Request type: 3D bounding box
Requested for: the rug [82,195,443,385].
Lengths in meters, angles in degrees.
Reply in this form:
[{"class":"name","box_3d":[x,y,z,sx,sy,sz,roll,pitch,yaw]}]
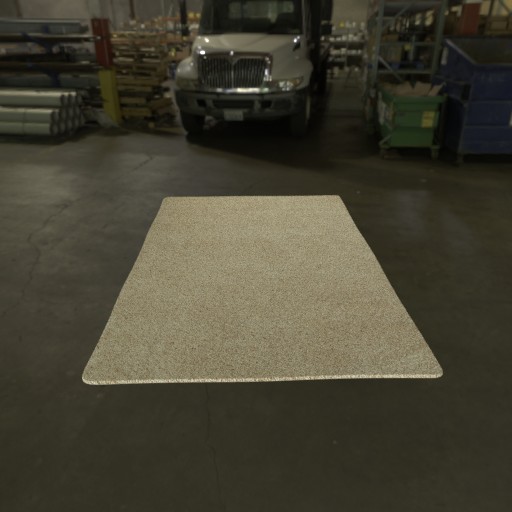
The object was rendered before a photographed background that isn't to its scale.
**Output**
[{"class":"rug","box_3d":[0.000,0.000,3.378,1.801,0.024,2.700,-1,27,-2]}]
